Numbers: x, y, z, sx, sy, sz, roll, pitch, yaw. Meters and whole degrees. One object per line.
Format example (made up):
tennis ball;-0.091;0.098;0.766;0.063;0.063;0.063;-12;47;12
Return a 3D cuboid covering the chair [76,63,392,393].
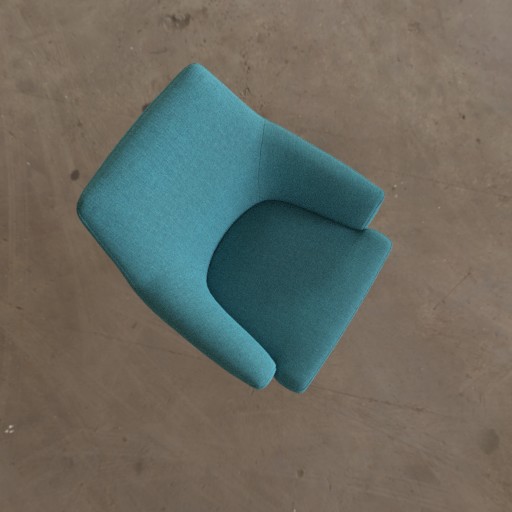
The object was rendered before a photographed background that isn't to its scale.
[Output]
chair;0.000;0.000;1.336;0.677;0.874;0.642;33;78;8
